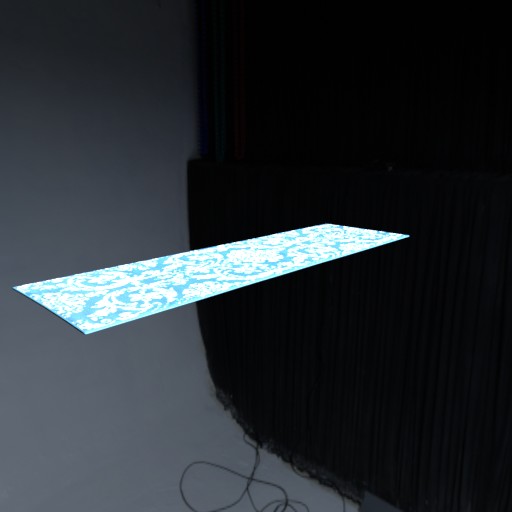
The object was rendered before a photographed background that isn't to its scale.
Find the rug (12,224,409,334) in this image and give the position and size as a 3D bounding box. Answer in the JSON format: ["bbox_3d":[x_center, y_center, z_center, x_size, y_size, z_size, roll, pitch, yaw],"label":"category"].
[{"bbox_3d":[0.000,0.000,2.361,0.662,0.011,2.196,13,19,43],"label":"rug"}]
